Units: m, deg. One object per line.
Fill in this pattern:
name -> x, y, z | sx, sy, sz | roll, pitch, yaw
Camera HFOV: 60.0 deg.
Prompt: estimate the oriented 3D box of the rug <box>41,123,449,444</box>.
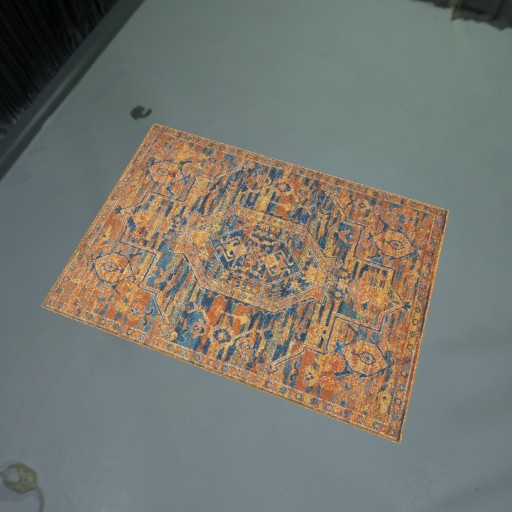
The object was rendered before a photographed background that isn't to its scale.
rug -> 0.000, 0.000, 3.742 | 2.916, 0.019, 2.043 | 18, 65, 9
